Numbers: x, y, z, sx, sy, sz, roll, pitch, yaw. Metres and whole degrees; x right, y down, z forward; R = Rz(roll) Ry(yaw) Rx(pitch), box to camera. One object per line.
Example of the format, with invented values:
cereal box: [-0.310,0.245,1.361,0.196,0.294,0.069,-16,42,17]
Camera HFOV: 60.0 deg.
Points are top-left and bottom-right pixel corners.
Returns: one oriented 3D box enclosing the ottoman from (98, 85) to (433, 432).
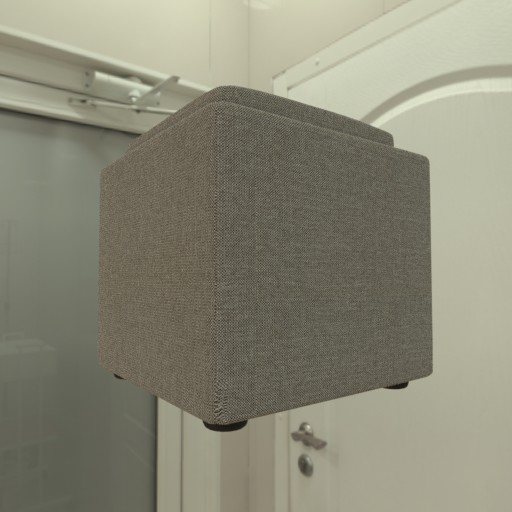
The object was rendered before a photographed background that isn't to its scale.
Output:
ottoman: [0.000,0.000,0.824,0.450,0.460,0.450,2,-3,-36]
